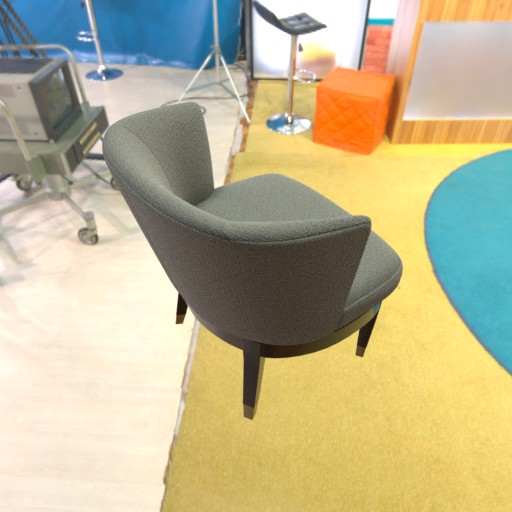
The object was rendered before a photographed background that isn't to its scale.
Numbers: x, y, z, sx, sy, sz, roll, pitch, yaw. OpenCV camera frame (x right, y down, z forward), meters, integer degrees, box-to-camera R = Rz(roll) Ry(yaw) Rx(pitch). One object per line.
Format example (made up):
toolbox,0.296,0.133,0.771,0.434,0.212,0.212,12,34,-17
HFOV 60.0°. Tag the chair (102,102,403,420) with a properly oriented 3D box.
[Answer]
chair,0.000,0.000,1.273,0.660,0.760,0.700,-25,47,-26
